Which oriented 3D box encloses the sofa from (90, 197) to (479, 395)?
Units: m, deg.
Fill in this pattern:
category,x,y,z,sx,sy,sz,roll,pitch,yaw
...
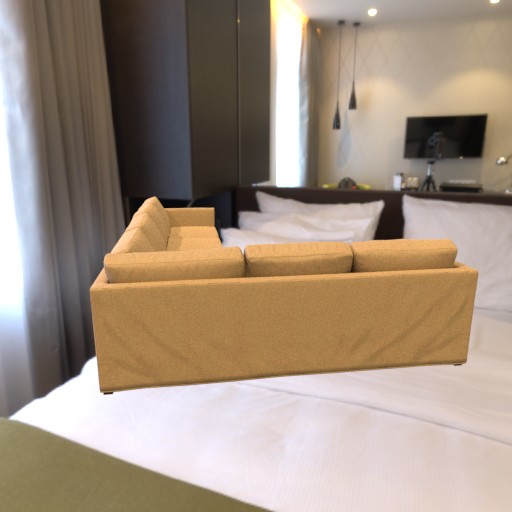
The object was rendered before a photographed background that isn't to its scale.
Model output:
category,x,y,z,sx,sy,sz,roll,pitch,yaw
sofa,0.000,0.000,4.246,2.432,0.871,3.182,-2,14,-9
